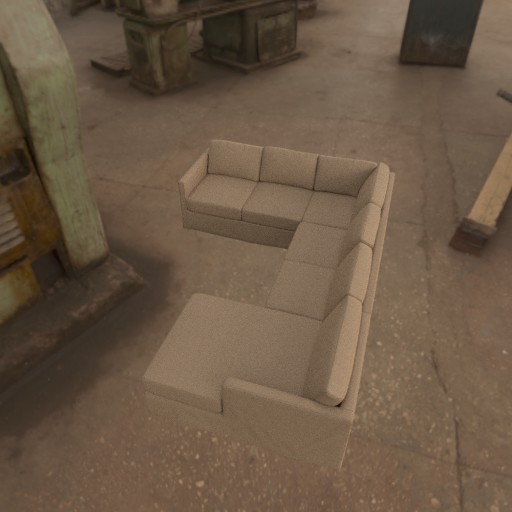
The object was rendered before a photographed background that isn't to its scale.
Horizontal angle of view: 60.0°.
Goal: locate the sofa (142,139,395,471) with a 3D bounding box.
[{"bbox_3d":[0.000,0.000,4.546,2.427,0.882,3.460,12,41,14],"label":"sofa"}]
